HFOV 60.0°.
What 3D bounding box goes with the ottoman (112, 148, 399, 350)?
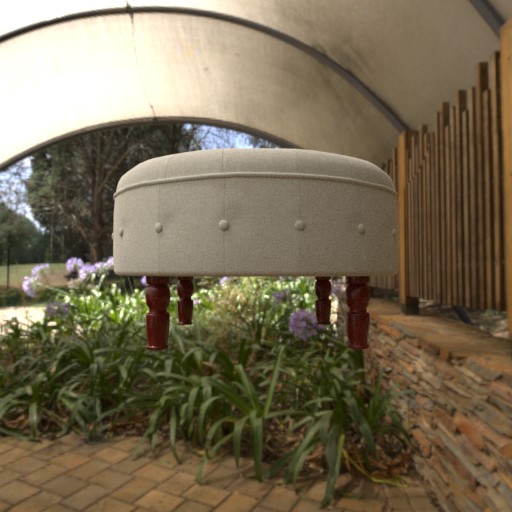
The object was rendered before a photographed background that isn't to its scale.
[{"bbox_3d":[0.000,0.000,1.380,0.850,0.483,0.850,0,-2,0],"label":"ottoman"}]
